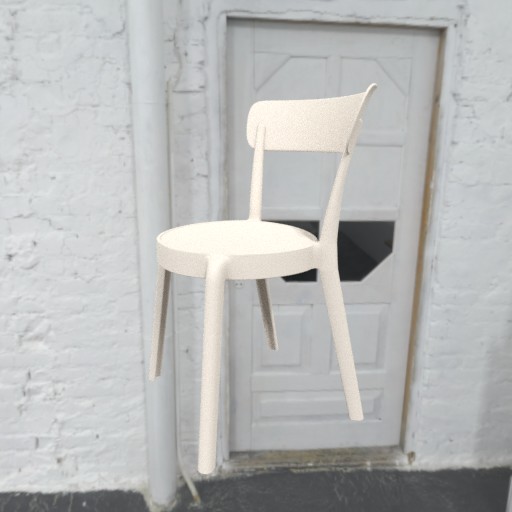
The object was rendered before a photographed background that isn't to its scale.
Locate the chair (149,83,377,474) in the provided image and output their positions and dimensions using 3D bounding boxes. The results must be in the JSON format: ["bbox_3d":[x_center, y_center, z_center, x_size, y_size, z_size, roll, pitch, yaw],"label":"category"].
[{"bbox_3d":[0.000,0.000,1.125,0.491,0.790,0.506,-7,16,-26],"label":"chair"}]
